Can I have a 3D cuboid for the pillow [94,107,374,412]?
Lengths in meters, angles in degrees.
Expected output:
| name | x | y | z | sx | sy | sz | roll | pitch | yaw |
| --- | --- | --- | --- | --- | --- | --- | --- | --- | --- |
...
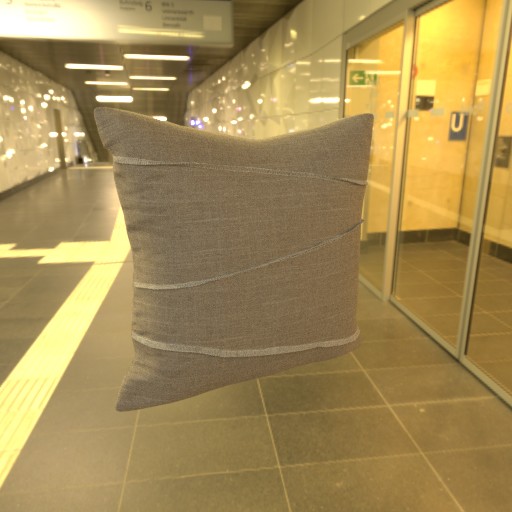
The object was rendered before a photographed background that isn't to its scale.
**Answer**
| name | x | y | z | sx | sy | sz | roll | pitch | yaw |
| --- | --- | --- | --- | --- | --- | --- | --- | --- | --- |
| pillow | 0.000 | 0.000 | 0.640 | 0.424 | 0.400 | 0.169 | -8 | 17 | -26 |
